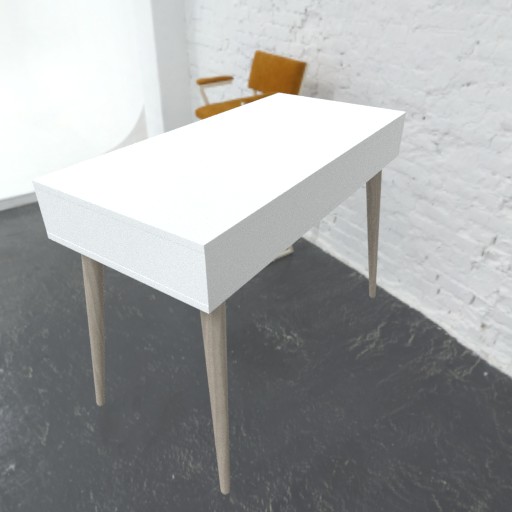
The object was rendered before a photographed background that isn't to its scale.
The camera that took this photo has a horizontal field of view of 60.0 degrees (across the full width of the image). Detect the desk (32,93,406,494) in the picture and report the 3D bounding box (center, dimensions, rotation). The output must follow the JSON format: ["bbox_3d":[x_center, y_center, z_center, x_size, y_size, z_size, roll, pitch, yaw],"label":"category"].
[{"bbox_3d":[0.000,0.000,1.351,0.491,0.723,0.979,20,38,28],"label":"desk"}]
